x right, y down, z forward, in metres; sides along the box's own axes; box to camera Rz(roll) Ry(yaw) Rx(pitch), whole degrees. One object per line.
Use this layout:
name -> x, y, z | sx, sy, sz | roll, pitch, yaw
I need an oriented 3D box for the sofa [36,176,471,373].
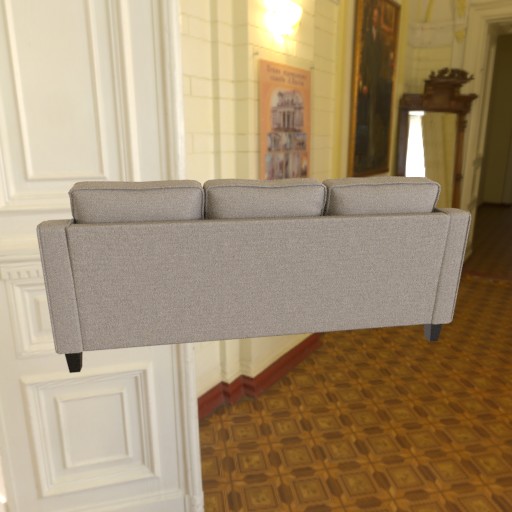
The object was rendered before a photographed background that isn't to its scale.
sofa -> 0.000, 0.000, 2.622 | 2.129, 0.950, 0.899 | -3, 15, -10
